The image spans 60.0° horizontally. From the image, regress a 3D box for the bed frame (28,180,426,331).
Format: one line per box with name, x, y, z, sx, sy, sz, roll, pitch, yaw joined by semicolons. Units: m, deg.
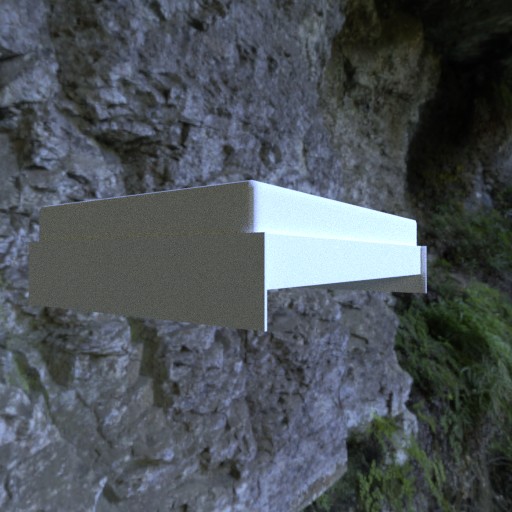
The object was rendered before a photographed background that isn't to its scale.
bed frame;0.000;0.000;2.622;1.445;0.497;1.945;0;0;35
